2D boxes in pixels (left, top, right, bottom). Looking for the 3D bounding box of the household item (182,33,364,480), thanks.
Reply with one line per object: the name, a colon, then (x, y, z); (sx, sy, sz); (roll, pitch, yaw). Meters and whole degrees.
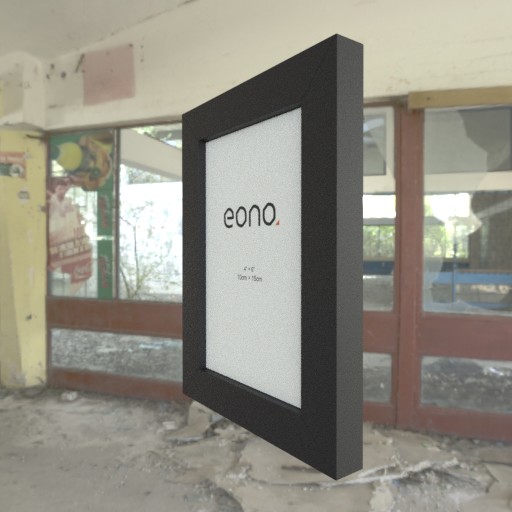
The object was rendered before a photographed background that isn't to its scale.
household item: (0.000, 0.000, 0.234); (0.022, 0.178, 0.133); (-1, 1, -36)
